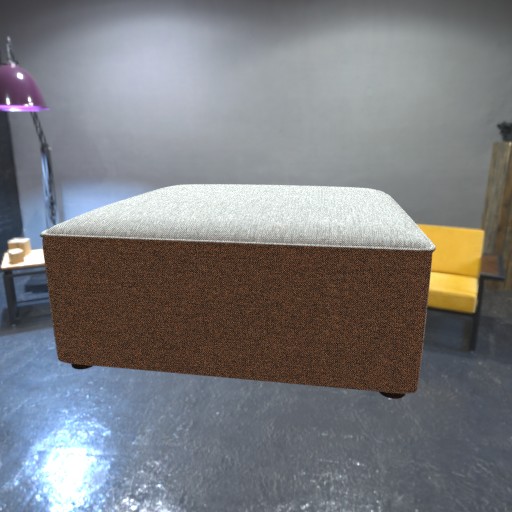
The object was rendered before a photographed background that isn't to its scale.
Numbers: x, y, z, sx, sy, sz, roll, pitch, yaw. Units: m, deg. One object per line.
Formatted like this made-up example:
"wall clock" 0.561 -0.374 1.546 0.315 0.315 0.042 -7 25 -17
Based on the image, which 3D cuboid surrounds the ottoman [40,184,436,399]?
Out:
"ottoman" 0.000 0.000 1.584 1.005 0.455 1.005 3 16 9
